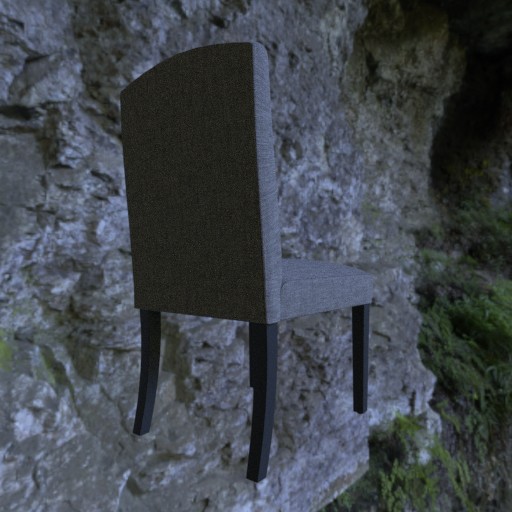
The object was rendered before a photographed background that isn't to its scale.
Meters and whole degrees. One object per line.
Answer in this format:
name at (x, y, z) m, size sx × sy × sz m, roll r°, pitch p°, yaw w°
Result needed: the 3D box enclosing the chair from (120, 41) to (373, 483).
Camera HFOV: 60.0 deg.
chair at (0.000, 0.000, 1.222) m, size 0.451 × 0.917 × 0.580 m, roll 0°, pitch 0°, yaw 38°
